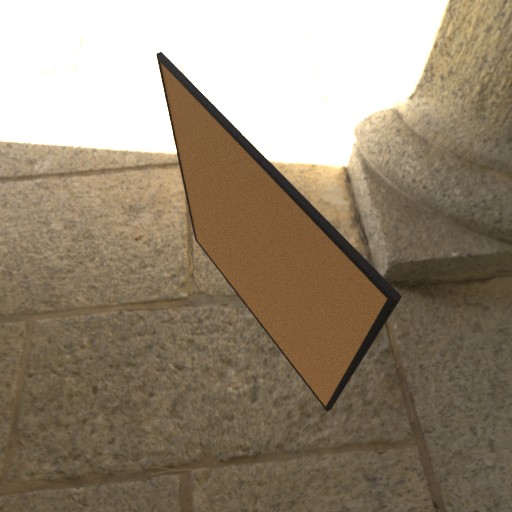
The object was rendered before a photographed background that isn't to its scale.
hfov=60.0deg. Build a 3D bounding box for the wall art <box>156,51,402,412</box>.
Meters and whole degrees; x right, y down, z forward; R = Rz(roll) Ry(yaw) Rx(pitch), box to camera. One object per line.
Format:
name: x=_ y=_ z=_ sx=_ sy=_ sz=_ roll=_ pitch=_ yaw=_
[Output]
wall art: x=0.000 y=0.000 z=1.019 sx=0.015 sy=0.663 sz=0.664 roll=-31 pitch=63 yaw=-18
